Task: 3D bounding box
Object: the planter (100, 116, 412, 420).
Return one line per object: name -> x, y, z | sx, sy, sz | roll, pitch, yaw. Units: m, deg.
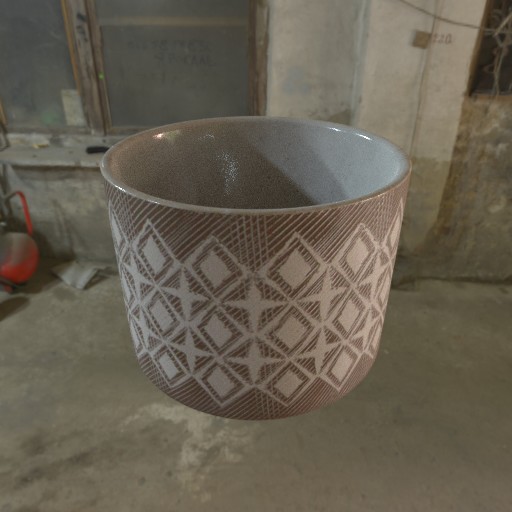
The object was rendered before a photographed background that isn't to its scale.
planter -> 0.000, 0.000, 0.214 | 0.126, 0.104, 0.126 | 0, 30, 0
